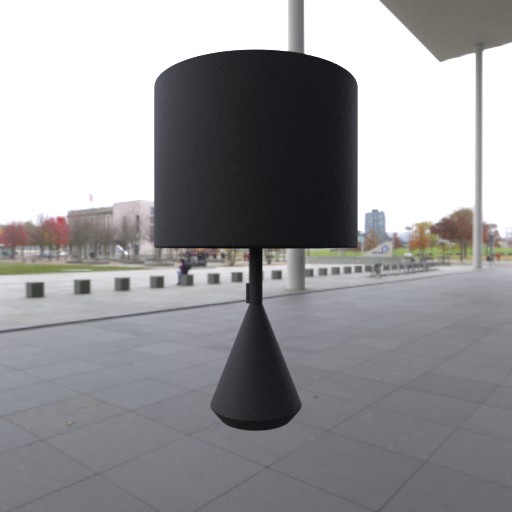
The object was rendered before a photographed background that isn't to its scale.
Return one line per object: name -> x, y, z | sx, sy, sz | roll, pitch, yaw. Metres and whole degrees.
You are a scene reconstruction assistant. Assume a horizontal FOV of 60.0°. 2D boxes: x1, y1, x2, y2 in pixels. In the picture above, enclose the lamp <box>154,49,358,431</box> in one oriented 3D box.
lamp -> 0.000, 0.000, 0.802 | 0.359, 0.584, 0.359 | 0, 1, -35
